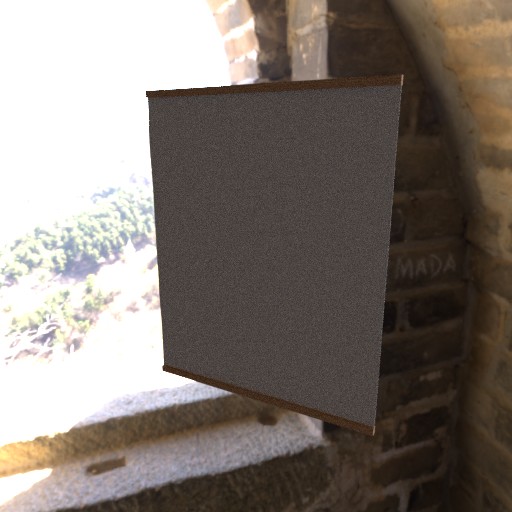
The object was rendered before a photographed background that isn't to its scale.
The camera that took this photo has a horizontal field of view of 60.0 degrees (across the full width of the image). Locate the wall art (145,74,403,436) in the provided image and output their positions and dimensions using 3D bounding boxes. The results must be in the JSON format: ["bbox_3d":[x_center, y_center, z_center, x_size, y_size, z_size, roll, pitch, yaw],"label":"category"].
[{"bbox_3d":[0.000,0.000,0.696,0.404,0.507,0.010,8,17,27],"label":"wall art"}]
